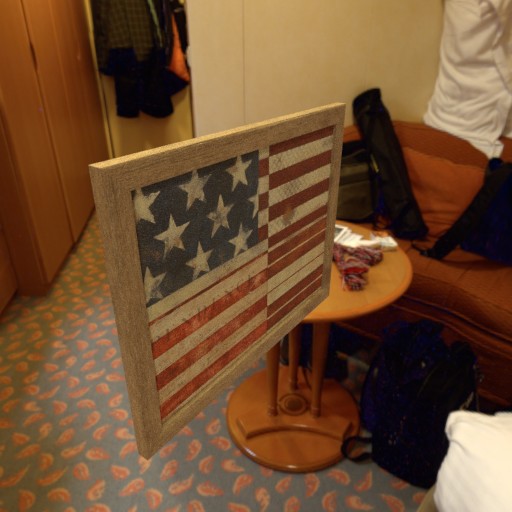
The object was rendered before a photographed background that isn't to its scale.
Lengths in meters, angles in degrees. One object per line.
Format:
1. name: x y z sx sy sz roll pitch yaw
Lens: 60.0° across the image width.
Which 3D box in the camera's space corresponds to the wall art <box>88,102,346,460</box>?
1. wall art: 0.000 0.000 0.929 0.026 0.535 0.690 18 32 32
